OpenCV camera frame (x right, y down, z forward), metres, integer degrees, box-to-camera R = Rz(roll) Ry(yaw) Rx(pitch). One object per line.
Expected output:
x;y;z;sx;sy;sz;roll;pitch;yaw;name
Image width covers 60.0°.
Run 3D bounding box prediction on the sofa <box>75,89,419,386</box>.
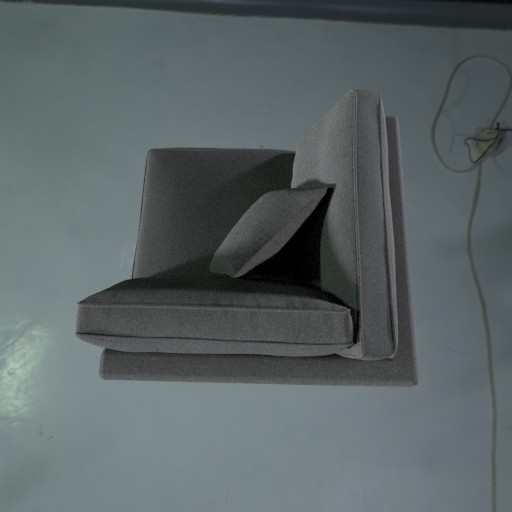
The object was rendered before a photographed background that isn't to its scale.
0.000;0.000;1.962;1.146;1.002;1.084;1;74;0;sofa
